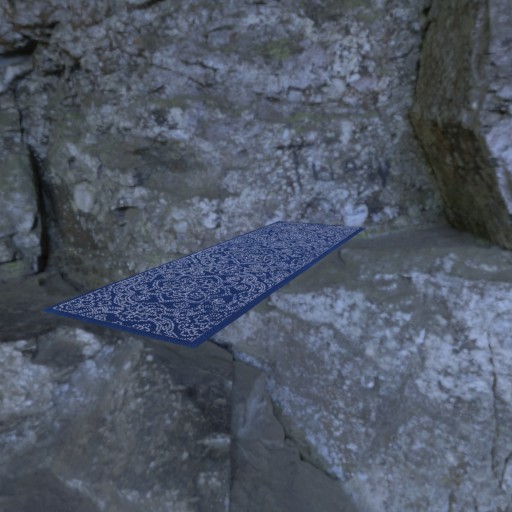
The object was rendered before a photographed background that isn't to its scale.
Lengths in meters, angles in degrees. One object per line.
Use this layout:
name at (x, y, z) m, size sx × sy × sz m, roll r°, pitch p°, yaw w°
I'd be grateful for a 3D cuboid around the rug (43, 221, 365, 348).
rug at (0.000, 0.000, 2.736) m, size 0.769 × 0.012 × 2.448 m, roll 7°, pitch 16°, yaw 26°
